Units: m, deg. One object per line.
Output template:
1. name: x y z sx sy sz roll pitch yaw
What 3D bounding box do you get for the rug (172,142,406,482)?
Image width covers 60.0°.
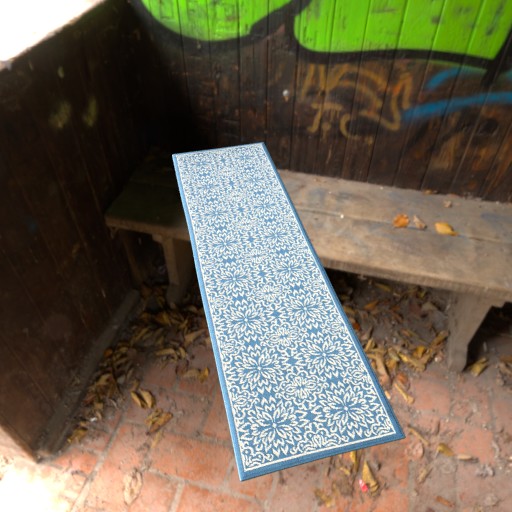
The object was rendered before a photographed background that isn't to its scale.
1. rug: 0.000 0.000 2.412 0.662 0.011 2.196 -10 47 -10
